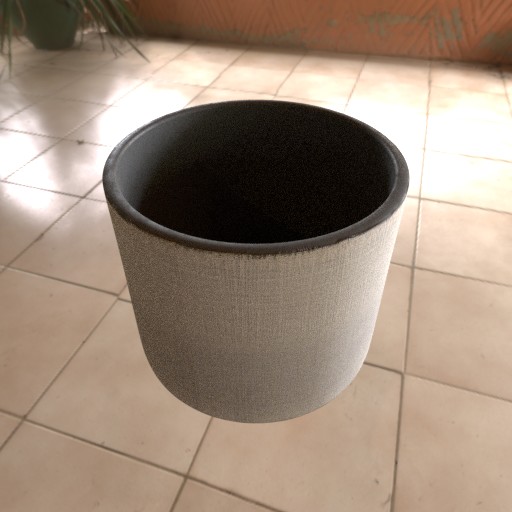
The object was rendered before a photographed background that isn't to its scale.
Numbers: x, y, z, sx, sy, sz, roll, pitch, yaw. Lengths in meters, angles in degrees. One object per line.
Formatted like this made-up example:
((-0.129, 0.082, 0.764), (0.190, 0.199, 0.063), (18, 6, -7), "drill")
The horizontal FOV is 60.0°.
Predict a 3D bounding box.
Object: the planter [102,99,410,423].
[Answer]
((0.000, 0.000, 0.441), (0.254, 0.221, 0.254), (0, 41, 0), "planter")
